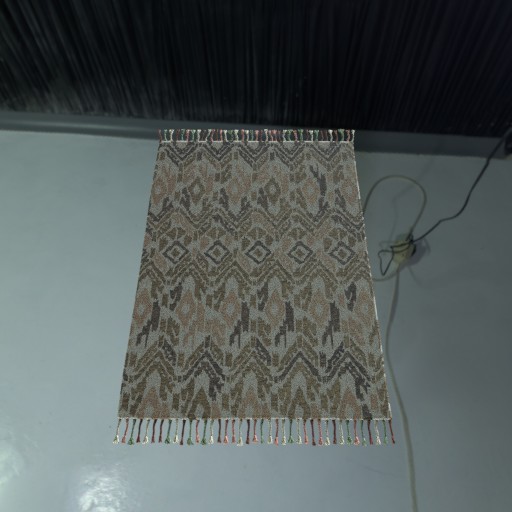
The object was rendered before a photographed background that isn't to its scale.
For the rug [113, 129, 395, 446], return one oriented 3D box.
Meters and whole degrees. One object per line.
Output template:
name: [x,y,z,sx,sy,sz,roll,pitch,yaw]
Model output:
rug: [0.000,0.000,2.306,1.219,0.008,1.829,0,60,0]
